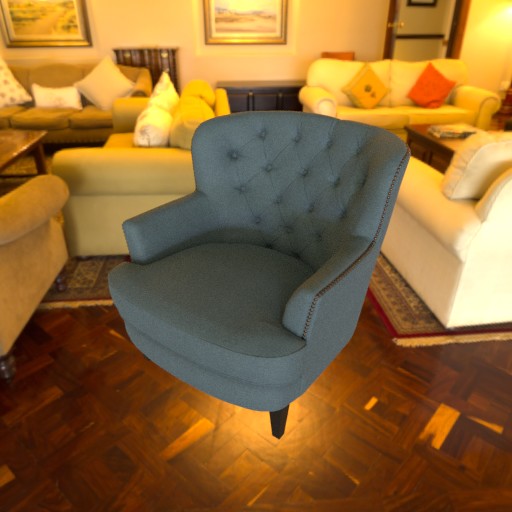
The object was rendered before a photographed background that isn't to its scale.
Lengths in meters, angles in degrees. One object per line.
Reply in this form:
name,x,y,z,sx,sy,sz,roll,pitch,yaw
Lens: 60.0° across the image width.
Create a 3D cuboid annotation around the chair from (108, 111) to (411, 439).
chair,0.000,0.000,1.606,0.848,0.868,0.906,19,34,31
